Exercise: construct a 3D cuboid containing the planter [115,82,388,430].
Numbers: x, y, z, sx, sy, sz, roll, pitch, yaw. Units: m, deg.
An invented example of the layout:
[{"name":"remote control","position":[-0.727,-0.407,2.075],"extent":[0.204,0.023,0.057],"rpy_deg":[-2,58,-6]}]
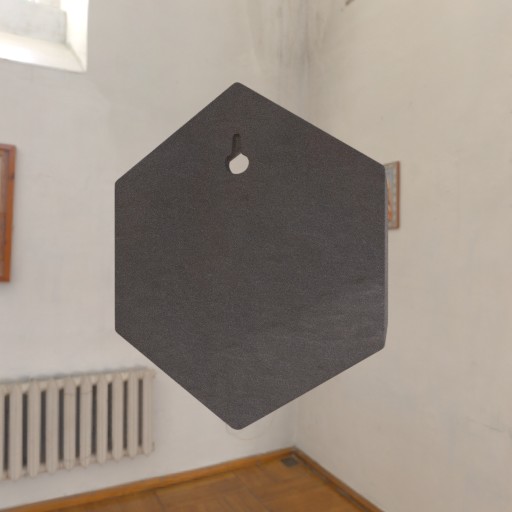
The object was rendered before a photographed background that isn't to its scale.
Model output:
[{"name":"planter","position":[0.000,0.000,0.299],"extent":[0.169,0.206,0.077],"rpy_deg":[0,0,18]}]
